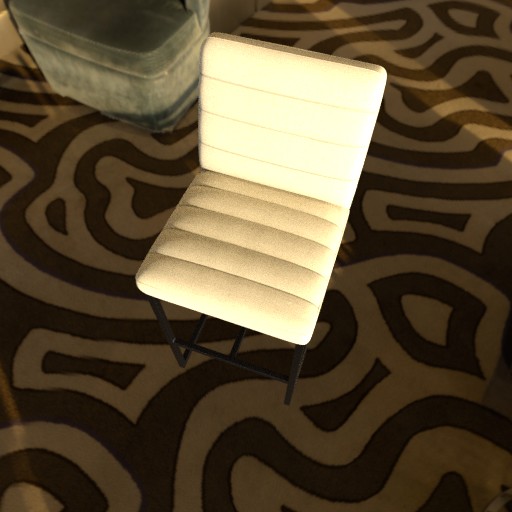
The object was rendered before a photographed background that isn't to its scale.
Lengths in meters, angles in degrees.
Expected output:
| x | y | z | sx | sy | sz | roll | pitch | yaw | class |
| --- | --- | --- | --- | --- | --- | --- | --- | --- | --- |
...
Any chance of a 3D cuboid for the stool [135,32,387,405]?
| x | y | z | sx | sy | sz | roll | pitch | yaw | class |
| --- | --- | --- | --- | --- | --- | --- | --- | --- | --- |
| 0.000 | 0.000 | 1.338 | 0.460 | 1.040 | 0.560 | 17 | 59 | 10 | stool |
